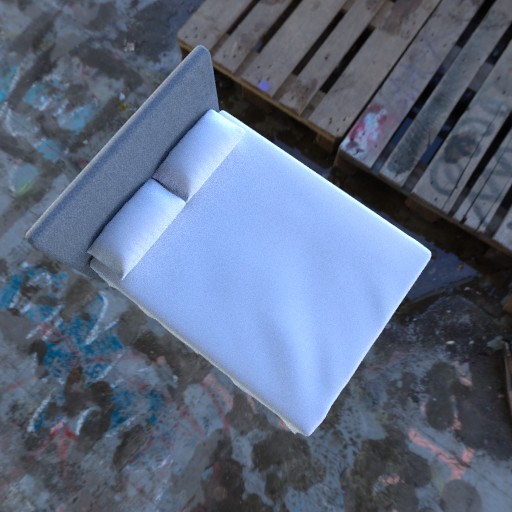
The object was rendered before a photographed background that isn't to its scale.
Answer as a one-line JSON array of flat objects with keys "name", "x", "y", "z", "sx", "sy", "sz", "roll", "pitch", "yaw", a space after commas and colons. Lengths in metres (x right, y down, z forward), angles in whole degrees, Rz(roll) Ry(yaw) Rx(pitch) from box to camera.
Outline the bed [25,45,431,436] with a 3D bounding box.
[{"name": "bed", "x": 0.000, "y": 0.000, "z": 3.196, "sx": 2.142, "sy": 1.330, "sz": 1.723, "roll": 36, "pitch": 79, "yaw": 8}]
